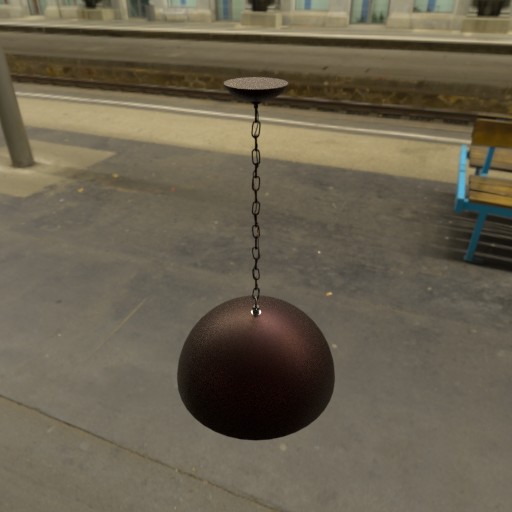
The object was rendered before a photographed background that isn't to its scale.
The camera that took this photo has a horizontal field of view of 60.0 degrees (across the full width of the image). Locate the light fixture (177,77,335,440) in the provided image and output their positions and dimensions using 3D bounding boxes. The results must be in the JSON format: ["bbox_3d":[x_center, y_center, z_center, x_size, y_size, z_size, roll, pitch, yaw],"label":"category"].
[{"bbox_3d":[0.000,0.000,1.177,0.492,0.869,0.492,0,31,0],"label":"light fixture"}]
